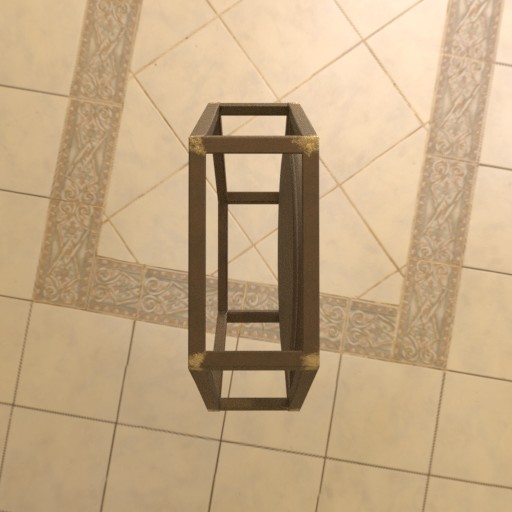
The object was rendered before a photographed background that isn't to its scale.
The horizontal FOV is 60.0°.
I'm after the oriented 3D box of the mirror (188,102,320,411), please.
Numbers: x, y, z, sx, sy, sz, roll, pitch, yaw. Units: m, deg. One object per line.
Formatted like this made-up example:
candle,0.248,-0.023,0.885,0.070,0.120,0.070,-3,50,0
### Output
mirror,0.000,0.000,0.546,0.119,0.334,0.380,0,89,0
